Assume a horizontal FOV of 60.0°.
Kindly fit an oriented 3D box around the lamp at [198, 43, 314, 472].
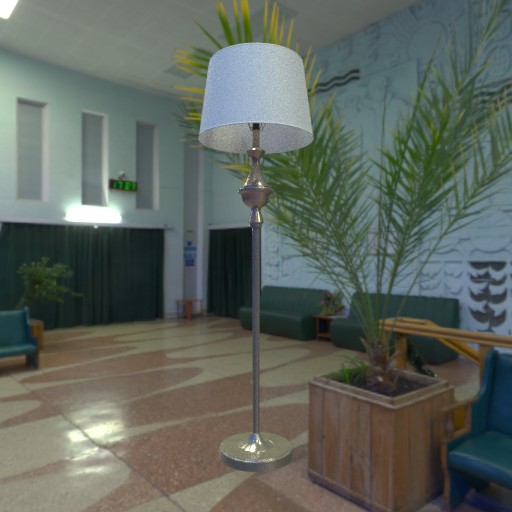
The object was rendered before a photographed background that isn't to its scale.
[{"bbox_3d":[0.000,0.000,1.664,0.431,1.488,0.431,0,0,0],"label":"lamp"}]
